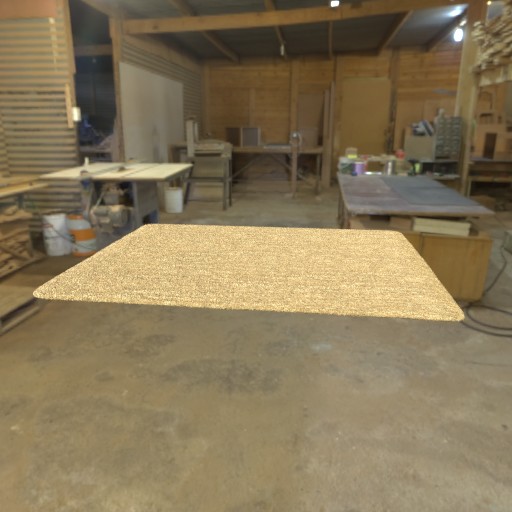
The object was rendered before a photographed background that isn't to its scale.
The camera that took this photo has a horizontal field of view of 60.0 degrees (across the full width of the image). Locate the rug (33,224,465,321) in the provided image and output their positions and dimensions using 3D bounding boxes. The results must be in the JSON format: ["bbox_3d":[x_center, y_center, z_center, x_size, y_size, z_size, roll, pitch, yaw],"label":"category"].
[{"bbox_3d":[0.000,0.000,3.853,2.873,0.050,2.242,2,17,7],"label":"rug"}]
